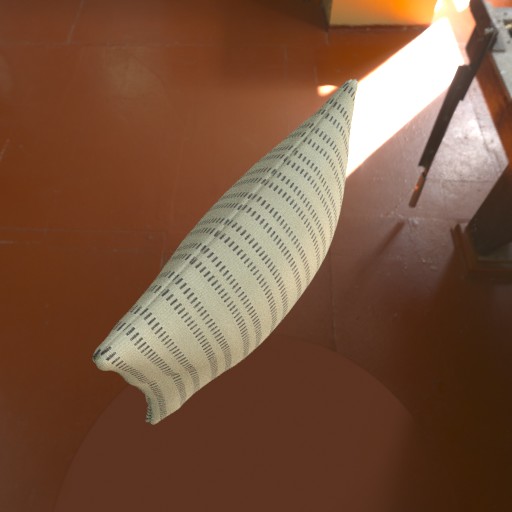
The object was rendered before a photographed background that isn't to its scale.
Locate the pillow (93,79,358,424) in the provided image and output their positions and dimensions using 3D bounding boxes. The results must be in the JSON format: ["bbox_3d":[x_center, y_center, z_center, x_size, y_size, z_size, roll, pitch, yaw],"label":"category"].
[{"bbox_3d":[0.000,0.000,0.794,0.210,0.353,0.640,31,63,18],"label":"pillow"}]
